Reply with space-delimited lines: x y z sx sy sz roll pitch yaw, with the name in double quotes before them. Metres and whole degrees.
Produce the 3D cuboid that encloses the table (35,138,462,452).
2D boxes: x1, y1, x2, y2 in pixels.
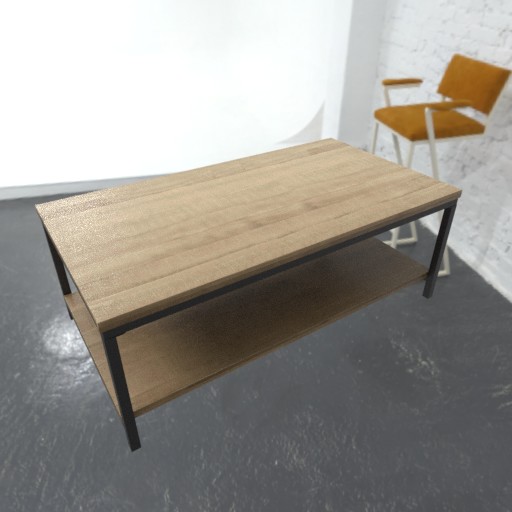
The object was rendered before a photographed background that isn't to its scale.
"table" 0.000 0.000 1.353 1.062 0.393 0.574 -20 38 -27
